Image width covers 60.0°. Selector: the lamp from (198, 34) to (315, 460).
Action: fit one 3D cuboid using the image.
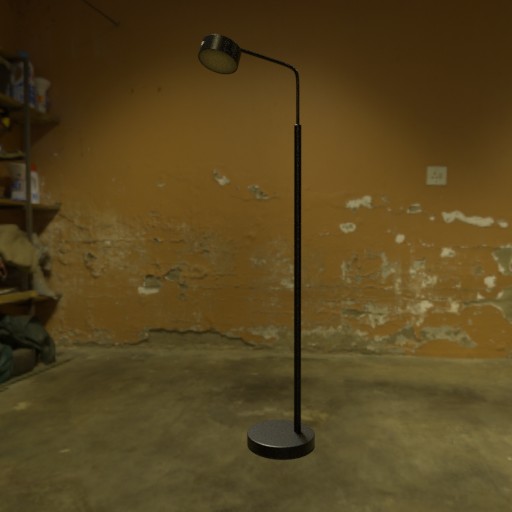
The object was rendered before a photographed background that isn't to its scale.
[{"bbox_3d":[0.000,0.000,1.381,0.418,1.230,0.219,0,1,-35],"label":"lamp"}]
